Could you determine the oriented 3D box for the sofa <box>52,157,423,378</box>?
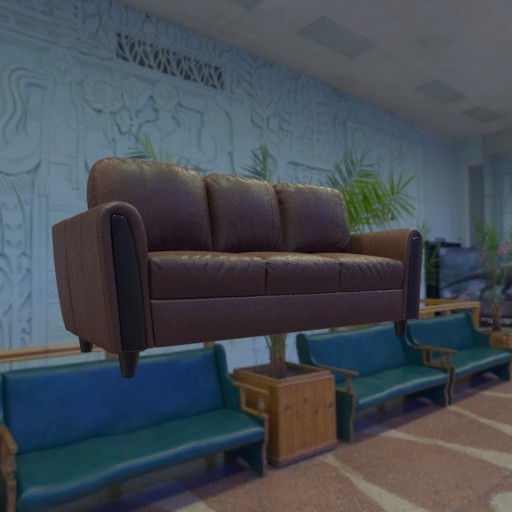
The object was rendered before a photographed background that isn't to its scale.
[{"bbox_3d":[0.000,0.000,2.339,1.862,0.915,0.802,1,-2,-36],"label":"sofa"}]
